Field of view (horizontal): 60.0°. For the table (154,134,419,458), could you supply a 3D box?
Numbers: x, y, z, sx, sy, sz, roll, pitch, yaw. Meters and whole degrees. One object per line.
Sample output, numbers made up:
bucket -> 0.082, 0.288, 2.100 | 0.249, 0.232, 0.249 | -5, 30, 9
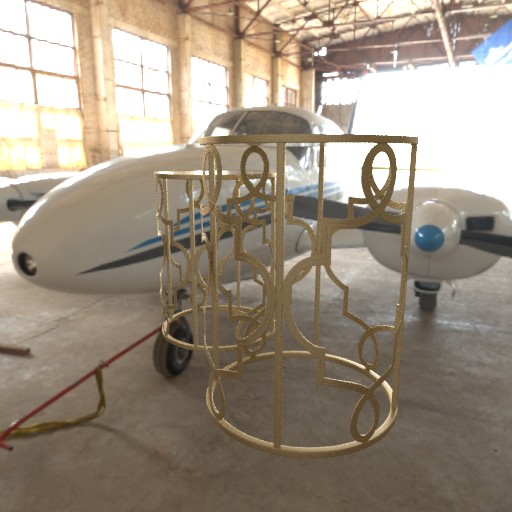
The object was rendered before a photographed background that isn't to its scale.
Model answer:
table -> 0.000, 0.000, 1.122 | 0.420, 0.564, 0.846 | -7, 15, -27
